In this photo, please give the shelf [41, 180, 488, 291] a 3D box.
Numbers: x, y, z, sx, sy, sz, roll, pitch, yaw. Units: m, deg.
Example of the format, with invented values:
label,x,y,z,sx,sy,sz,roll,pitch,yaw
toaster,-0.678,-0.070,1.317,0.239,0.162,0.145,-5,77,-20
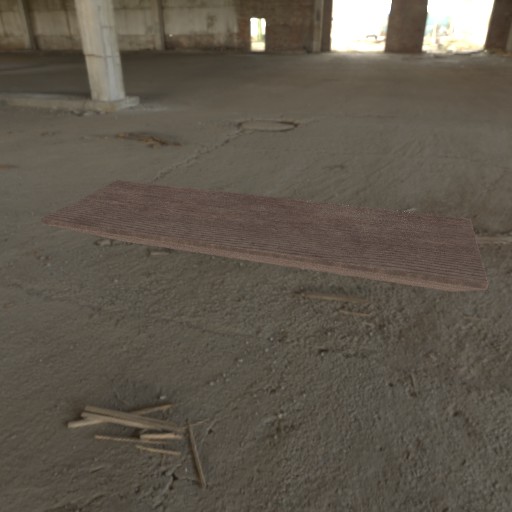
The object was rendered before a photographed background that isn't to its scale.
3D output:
label,x,y,z,sx,sy,sz,roll,pitch,yaw
shelf,0.000,0.000,0.691,0.610,0.125,0.200,8,29,16
